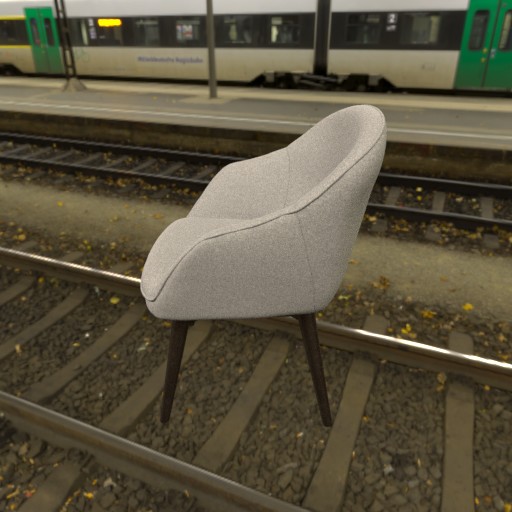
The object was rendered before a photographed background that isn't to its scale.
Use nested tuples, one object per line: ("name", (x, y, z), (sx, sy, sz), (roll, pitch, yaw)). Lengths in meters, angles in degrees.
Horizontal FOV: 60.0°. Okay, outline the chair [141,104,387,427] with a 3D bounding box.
("chair", (0.000, 0.000, 1.267), (0.611, 0.810, 0.589), (1, 27, 1))
